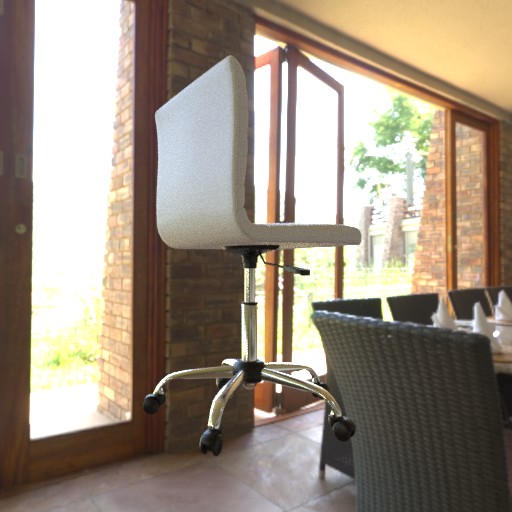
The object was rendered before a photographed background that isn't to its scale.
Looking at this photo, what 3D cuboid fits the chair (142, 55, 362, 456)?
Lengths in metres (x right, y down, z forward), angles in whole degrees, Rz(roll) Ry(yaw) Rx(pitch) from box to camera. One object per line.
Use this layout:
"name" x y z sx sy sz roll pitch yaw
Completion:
"chair" 0.000 0.000 1.068 0.455 0.750 0.520 1 -2 -34
